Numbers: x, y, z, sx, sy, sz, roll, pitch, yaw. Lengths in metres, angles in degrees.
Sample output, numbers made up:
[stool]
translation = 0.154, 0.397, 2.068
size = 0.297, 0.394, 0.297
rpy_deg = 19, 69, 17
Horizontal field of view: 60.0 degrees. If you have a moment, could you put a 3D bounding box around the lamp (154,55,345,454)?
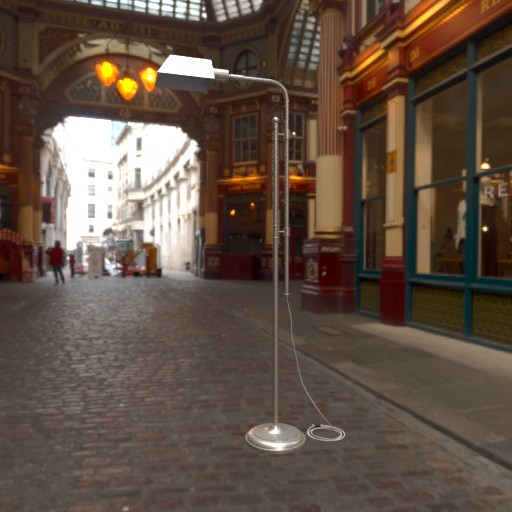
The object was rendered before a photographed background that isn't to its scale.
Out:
[lamp]
translation = 0.000, 0.000, 1.849
size = 0.813, 1.571, 0.256
rpy_deg = 0, 1, -17
